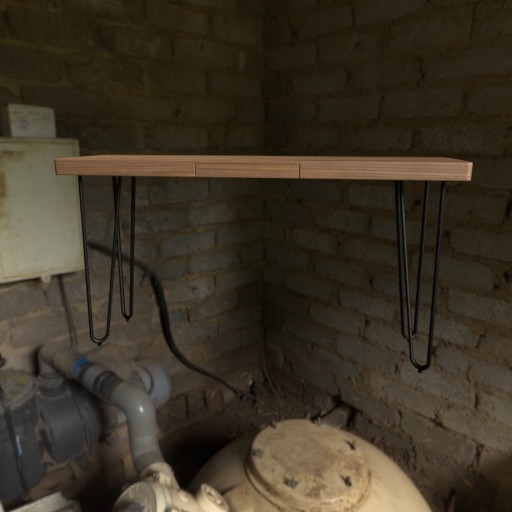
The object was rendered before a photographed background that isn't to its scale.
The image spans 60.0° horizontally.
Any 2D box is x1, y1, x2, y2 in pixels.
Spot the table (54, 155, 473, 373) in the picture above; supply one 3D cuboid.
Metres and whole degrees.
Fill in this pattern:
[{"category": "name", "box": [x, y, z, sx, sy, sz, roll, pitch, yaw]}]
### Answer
[{"category": "table", "box": [0.000, 0.000, 1.930, 1.570, 0.834, 0.425, 3, 15, 10]}]
